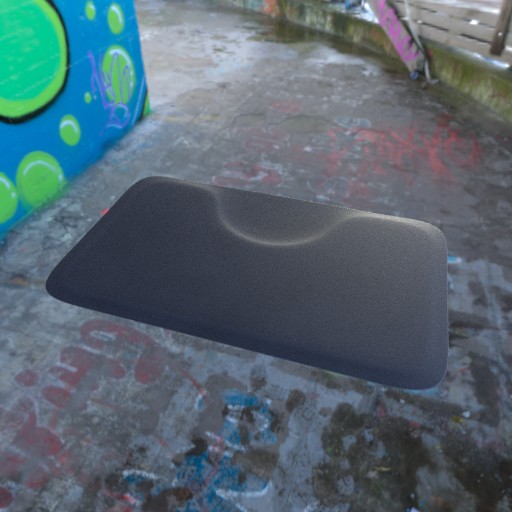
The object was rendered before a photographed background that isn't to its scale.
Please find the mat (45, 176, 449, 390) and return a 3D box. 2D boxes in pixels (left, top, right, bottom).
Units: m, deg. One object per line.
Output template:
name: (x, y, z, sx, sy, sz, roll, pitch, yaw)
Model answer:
mat: (0.000, 0.000, 1.845, 1.524, 0.013, 0.918, 12, 43, 13)
